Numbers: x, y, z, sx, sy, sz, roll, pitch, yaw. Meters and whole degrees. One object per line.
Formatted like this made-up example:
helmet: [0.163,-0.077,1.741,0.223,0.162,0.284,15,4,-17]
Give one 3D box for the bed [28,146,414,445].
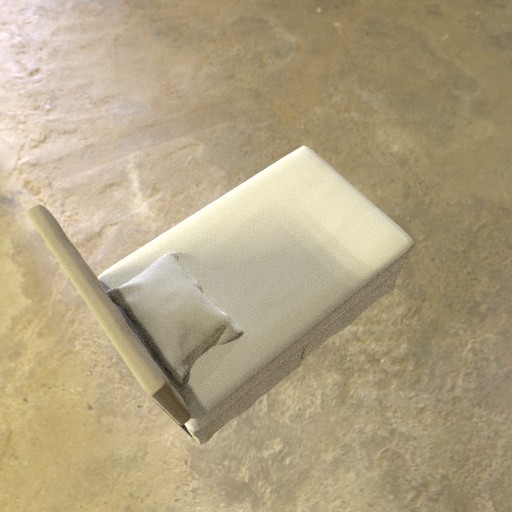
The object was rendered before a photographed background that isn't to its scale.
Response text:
bed: [0.000,0.000,2.917,1.997,1.571,1.261,-35,67,-18]
